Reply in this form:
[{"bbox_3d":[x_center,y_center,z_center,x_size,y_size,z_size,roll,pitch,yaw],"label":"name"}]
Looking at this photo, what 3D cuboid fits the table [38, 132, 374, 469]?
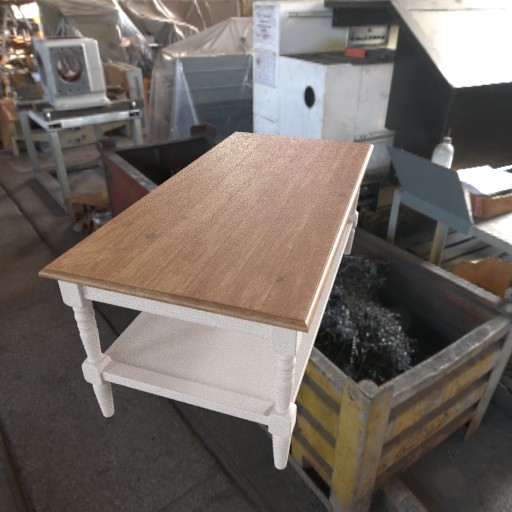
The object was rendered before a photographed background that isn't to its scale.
[{"bbox_3d":[0.000,0.000,1.389,0.559,0.458,1.118,10,32,16],"label":"table"}]
